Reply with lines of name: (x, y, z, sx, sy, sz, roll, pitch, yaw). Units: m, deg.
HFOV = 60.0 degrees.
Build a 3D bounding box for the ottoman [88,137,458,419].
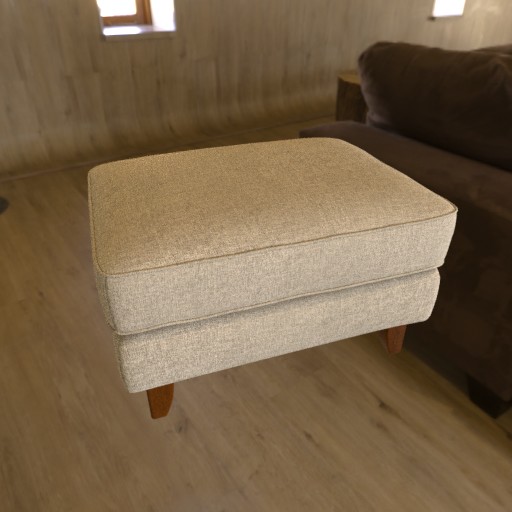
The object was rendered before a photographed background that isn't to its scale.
ottoman: (0.000, 0.000, 1.338, 0.889, 0.561, 0.661, -10, 33, -16)
